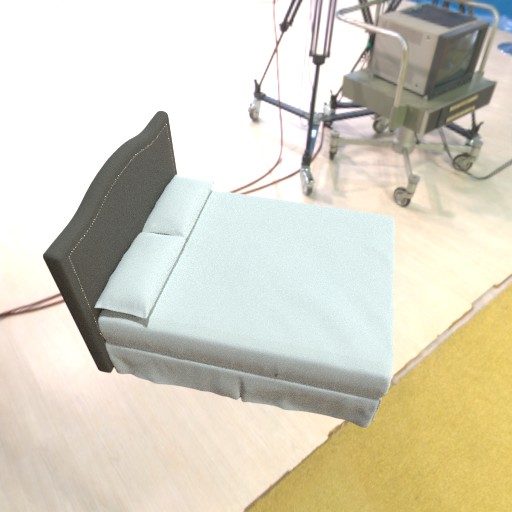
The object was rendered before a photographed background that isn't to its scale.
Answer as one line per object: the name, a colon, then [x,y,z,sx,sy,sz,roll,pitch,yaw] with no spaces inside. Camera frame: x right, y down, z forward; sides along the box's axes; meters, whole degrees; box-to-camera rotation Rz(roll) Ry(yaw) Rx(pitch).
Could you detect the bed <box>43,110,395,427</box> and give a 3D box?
bed: [0.000,0.000,3.233,2.036,1.387,1.666,9,46,9]
